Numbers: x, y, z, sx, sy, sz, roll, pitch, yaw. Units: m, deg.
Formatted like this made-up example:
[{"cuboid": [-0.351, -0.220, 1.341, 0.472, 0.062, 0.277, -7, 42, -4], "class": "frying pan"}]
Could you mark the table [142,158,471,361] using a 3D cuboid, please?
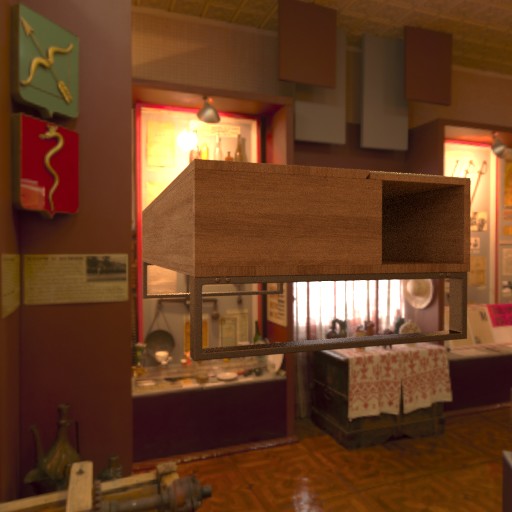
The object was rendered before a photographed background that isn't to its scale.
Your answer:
[{"cuboid": [0.000, 0.000, 1.378, 0.600, 0.350, 1.100, 0, 1, -19], "class": "table"}]
